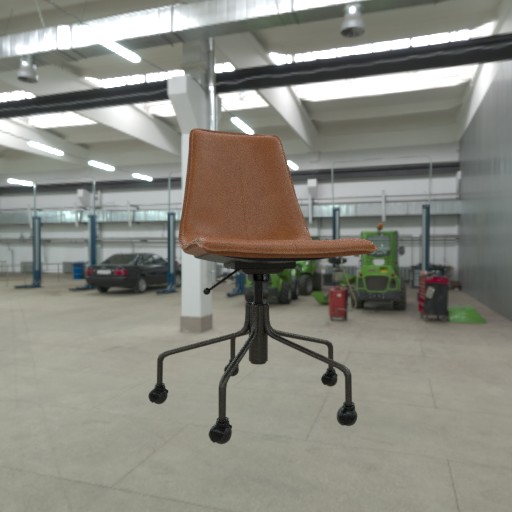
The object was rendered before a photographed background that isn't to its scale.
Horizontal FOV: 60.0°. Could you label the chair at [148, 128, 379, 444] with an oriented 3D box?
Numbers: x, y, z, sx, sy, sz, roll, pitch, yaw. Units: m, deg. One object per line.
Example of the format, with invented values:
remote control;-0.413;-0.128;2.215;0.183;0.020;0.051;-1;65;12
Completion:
chair;0.000;0.000;1.392;0.651;0.920;0.660;0;1;-17
